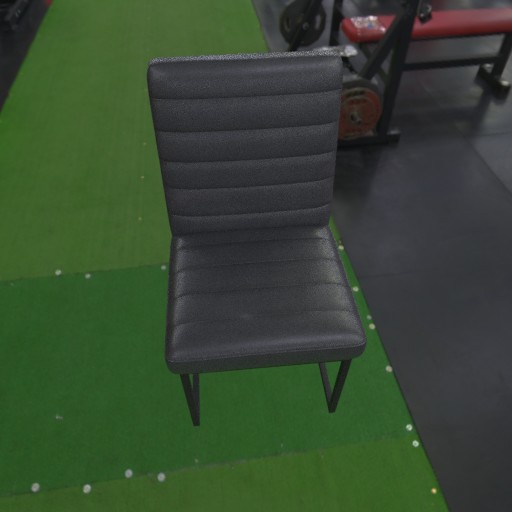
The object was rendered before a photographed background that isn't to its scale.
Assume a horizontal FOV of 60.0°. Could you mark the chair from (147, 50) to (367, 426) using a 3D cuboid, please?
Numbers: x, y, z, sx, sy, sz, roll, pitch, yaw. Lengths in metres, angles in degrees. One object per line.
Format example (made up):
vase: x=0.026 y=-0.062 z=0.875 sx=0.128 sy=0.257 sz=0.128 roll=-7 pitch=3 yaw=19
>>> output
chair: x=0.000 y=0.000 z=1.297 sx=0.520 sy=0.930 sz=0.634 roll=-4 pitch=48 yaw=-4
